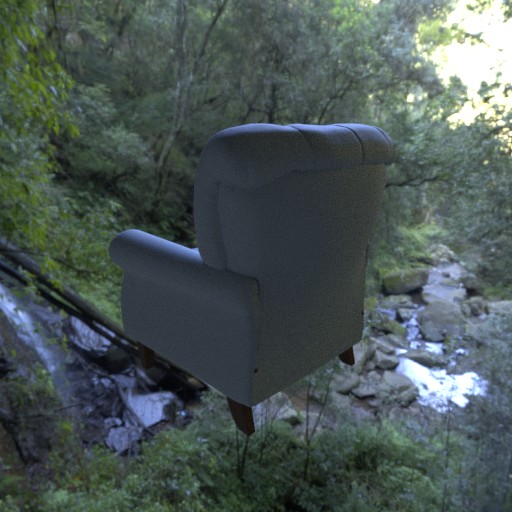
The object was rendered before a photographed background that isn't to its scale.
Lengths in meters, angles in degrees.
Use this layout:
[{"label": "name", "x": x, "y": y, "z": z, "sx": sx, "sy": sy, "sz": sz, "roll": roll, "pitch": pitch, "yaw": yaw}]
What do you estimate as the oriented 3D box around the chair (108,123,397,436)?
[{"label": "chair", "x": 0.000, "y": 0.000, "z": 2.124, "sx": 1.128, "sy": 1.217, "sz": 1.090, "roll": 16, "pitch": 23, "yaw": 42}]
